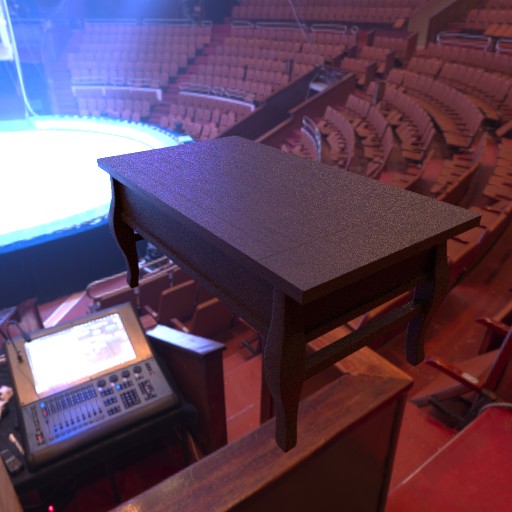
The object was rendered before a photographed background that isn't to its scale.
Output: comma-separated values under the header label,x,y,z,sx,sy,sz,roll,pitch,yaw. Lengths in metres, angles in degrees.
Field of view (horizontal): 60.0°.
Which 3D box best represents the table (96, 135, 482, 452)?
label,x,y,z,sx,sy,sz,roll,pitch,yaw
table,0.000,0.000,1.416,0.600,0.494,1.062,-19,33,-32
